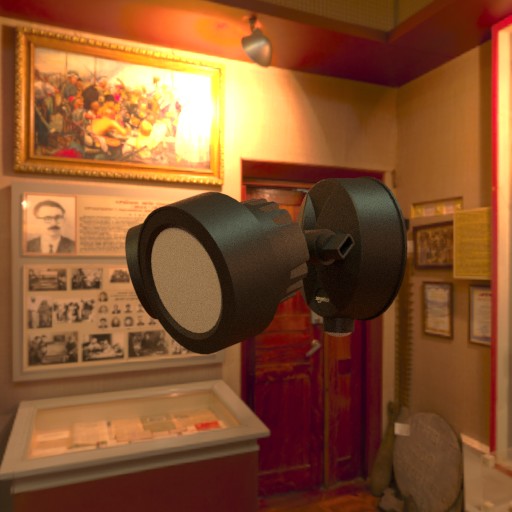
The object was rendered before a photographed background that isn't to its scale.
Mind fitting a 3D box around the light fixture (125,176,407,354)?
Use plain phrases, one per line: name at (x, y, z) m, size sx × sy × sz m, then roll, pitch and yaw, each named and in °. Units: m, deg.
light fixture at (0.000, 0.000, 0.307) m, size 0.168 × 0.120 × 0.213 m, roll 0°, pitch 0°, yaw -20°
